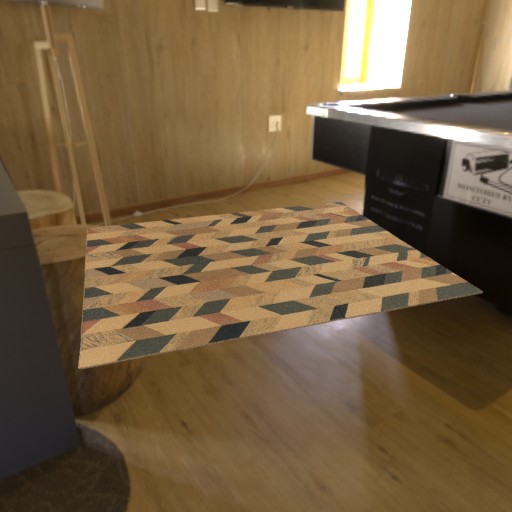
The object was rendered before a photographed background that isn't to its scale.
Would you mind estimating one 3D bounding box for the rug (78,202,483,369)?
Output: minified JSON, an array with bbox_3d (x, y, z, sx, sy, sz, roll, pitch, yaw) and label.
[{"bbox_3d":[0.000,0.000,4.193,3.072,0.011,2.451,-8,26,-16],"label":"rug"}]
